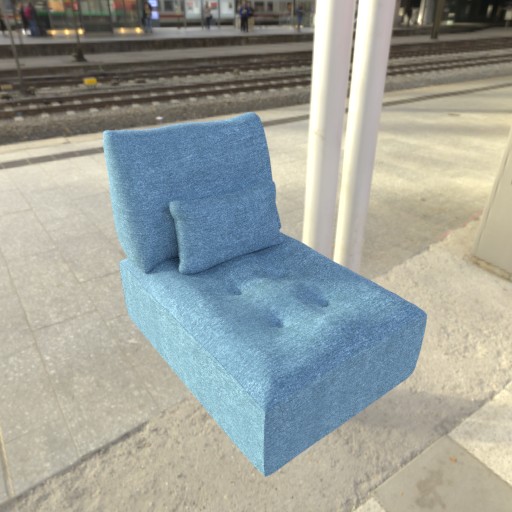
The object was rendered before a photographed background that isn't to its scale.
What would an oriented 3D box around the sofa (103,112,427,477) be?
[{"bbox_3d":[0.000,0.000,1.596,0.700,0.820,1.000,-20,35,-32],"label":"sofa"}]
